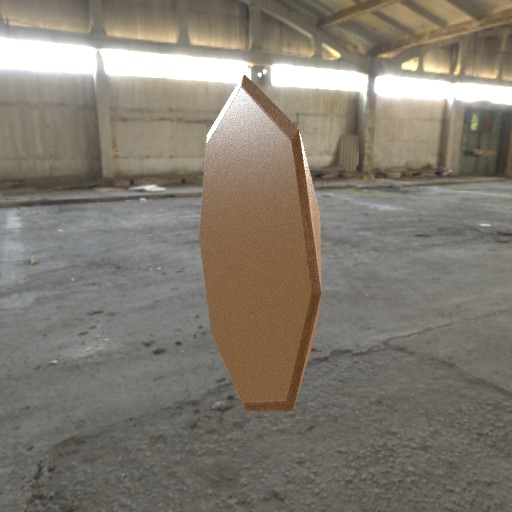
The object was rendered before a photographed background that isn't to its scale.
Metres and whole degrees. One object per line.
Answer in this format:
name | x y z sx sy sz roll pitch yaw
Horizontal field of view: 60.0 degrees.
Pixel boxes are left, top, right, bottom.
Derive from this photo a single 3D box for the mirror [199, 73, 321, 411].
mirror | 0.000 0.000 1.009 0.070 0.774 0.577 -7 15 -27
